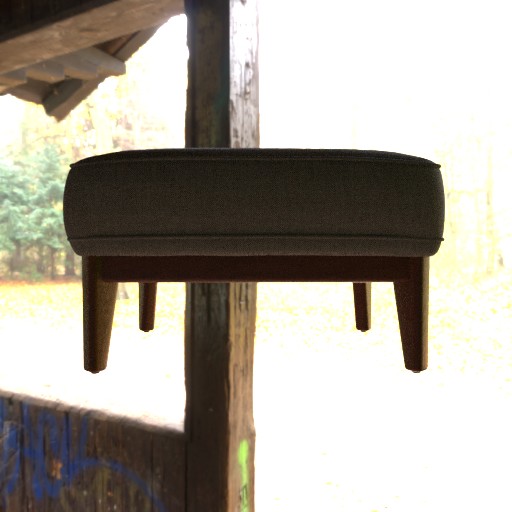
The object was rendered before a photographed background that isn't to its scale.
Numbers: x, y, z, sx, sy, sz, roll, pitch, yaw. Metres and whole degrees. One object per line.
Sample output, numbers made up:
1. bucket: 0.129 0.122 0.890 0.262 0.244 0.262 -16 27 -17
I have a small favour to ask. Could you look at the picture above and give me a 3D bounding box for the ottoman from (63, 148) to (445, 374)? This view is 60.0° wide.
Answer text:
1. ottoman: 0.000 0.000 1.093 0.750 0.458 0.555 0 1 0
